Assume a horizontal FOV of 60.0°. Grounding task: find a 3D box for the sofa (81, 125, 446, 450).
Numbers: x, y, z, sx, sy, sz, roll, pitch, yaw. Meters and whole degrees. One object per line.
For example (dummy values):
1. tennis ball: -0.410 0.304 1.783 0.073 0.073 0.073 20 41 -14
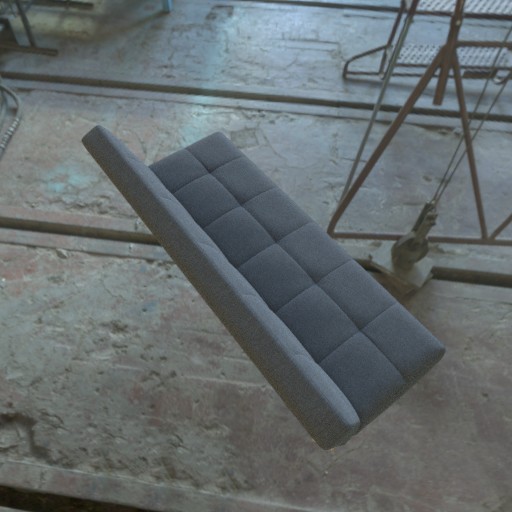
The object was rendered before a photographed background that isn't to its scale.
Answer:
1. sofa: 0.000 0.000 2.203 0.820 0.770 1.820 -33 63 -19
